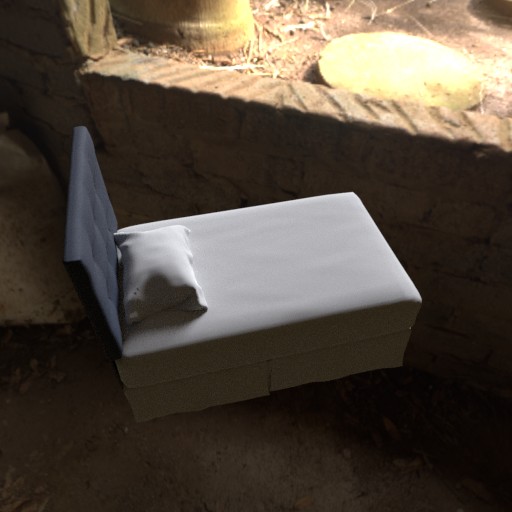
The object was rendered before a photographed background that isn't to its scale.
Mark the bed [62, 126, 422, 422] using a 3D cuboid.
[{"bbox_3d":[0.000,0.000,2.974,1.997,1.571,1.261,-10,47,-9],"label":"bed"}]
